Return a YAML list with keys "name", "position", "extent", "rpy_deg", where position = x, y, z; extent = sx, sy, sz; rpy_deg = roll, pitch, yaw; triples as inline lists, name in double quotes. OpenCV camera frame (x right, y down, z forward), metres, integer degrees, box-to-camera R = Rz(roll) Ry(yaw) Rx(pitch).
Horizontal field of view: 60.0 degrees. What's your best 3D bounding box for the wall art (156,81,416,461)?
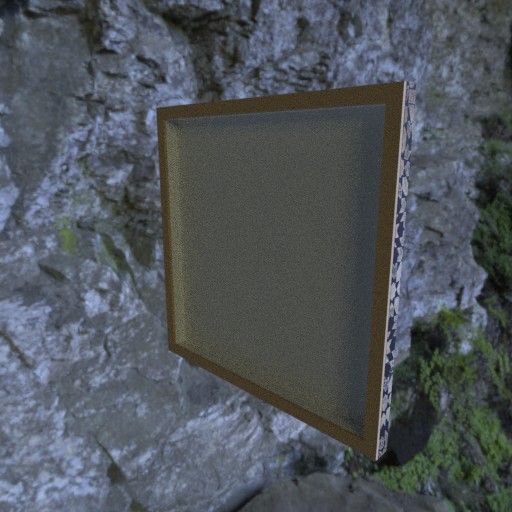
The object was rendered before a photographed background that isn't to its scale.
- name: "wall art"
  position: [0.000, 0.000, 0.905]
  extent: [0.612, 0.612, 0.038]
  rpy_deg: [13, 19, 43]
